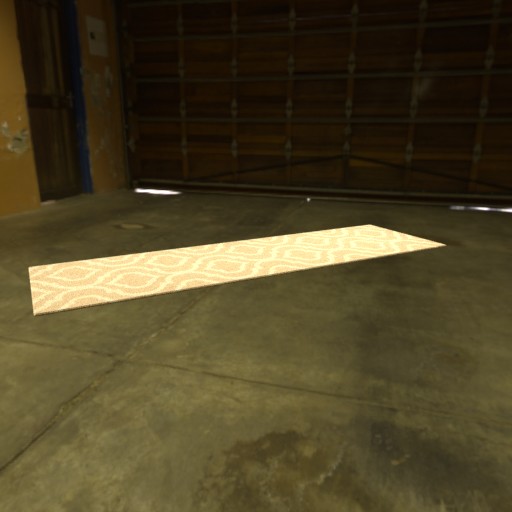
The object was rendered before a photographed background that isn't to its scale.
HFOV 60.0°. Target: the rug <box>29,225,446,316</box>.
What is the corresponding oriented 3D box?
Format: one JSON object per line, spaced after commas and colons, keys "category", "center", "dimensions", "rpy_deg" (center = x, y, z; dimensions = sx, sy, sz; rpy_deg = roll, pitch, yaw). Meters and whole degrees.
{"category": "rug", "center": [0.000, 0.000, 2.507], "dimensions": [2.289, 0.013, 0.691], "rpy_deg": [-8, 18, -27]}
